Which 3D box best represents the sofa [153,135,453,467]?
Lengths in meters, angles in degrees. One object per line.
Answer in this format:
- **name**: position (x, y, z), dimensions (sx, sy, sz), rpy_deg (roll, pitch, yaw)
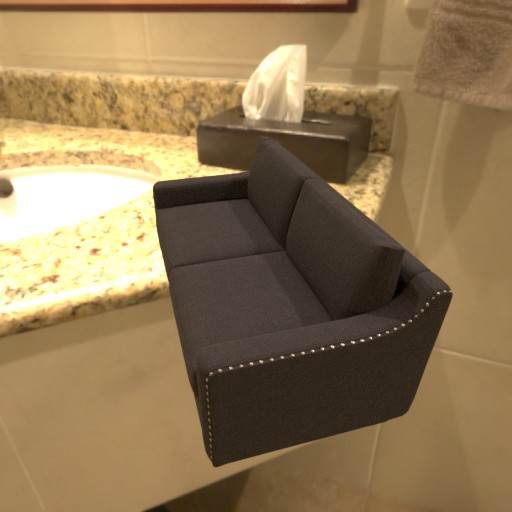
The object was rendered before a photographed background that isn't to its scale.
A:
- **sofa**: position (0.000, 0.000, 3.316), dimensions (1.336, 1.196, 2.550), rpy_deg (-8, 31, -14)
